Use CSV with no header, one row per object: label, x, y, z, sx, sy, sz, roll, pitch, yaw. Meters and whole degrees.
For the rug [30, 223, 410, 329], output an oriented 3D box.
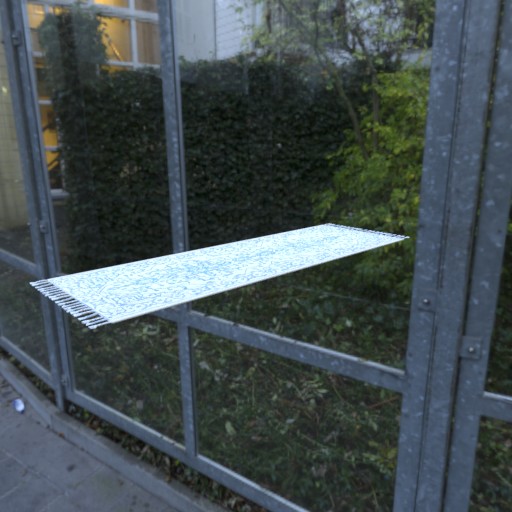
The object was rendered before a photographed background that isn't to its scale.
rug,0.000,0.000,2.787,2.449,0.011,0.774,-13,20,-41
